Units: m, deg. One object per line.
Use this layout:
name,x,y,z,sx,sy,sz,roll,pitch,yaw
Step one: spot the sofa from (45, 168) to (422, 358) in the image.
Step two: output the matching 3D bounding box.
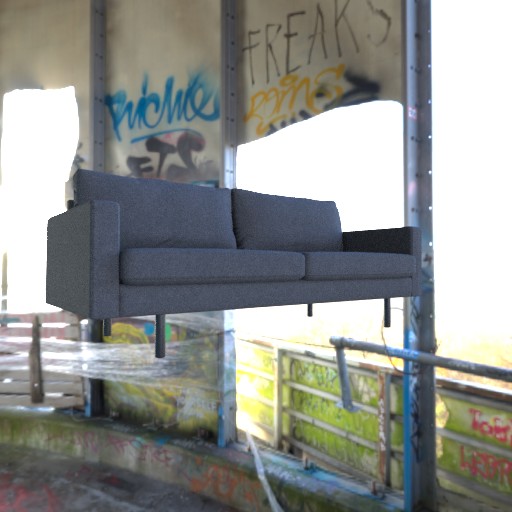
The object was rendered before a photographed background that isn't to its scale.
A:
sofa,0.000,0.000,2.589,2.100,0.880,0.880,1,-1,-36
